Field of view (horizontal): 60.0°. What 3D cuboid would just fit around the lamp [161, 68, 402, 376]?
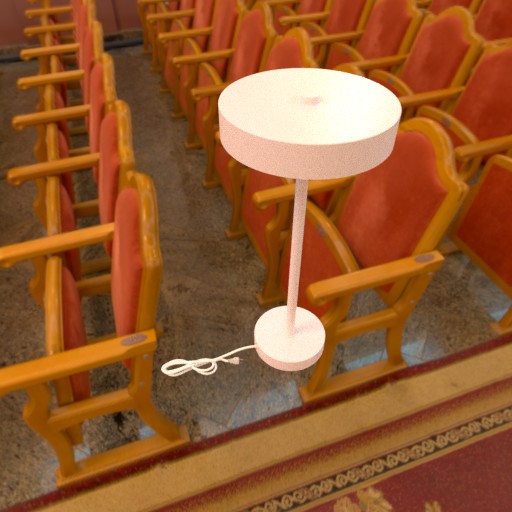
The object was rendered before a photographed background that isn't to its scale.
[{"bbox_3d":[0.000,0.000,0.708,0.369,0.508,0.229,-13,44,-14],"label":"lamp"}]
